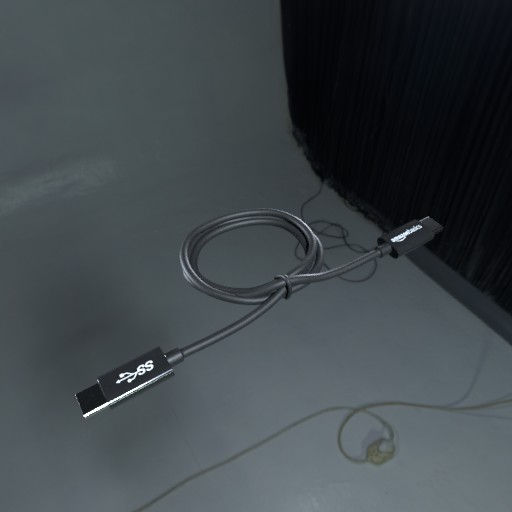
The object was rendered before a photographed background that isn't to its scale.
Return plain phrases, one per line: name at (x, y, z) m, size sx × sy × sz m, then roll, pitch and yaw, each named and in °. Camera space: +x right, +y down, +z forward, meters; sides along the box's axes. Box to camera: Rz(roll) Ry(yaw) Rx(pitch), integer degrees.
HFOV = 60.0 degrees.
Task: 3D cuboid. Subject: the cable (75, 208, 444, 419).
cable at (0.000, 0.000, 0.209) m, size 0.186 × 0.014 × 0.070 m, roll -25°, pitch 50°, yaw -23°
